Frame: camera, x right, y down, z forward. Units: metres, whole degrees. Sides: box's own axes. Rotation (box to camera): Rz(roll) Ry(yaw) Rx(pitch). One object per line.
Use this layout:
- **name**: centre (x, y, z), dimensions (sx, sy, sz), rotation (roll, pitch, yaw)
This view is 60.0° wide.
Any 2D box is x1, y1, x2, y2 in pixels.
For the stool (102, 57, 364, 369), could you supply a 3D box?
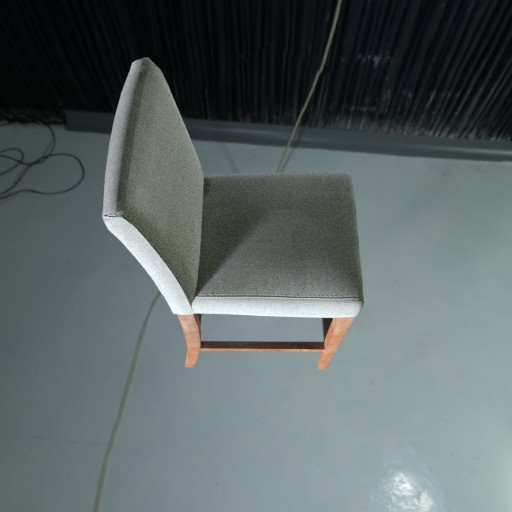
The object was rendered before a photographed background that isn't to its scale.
- **stool**: centre (0.000, 0.000, 1.345), dimensions (0.570, 1.088, 0.439), rotation (0, 62, 0)
